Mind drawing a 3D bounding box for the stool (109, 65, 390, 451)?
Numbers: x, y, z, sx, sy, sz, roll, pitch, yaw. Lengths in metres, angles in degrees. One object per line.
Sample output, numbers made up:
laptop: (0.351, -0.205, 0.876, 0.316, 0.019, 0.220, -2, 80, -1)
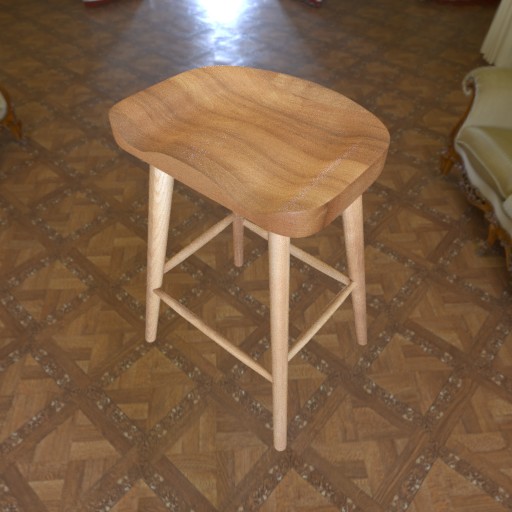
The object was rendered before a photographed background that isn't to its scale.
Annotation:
stool: (0.000, 0.000, 0.896, 0.440, 0.615, 0.361, 31, 54, 26)
